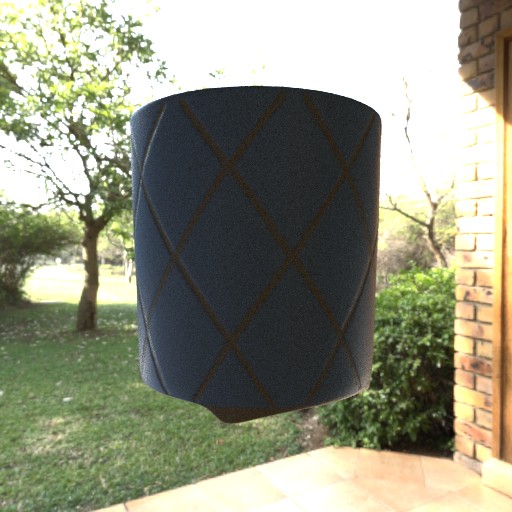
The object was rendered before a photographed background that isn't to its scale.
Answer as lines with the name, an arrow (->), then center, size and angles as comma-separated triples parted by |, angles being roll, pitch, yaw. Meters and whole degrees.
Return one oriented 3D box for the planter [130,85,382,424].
planter -> 0.000, 0.000, 0.350 | 0.191, 0.200, 0.191 | 0, 1, 0
